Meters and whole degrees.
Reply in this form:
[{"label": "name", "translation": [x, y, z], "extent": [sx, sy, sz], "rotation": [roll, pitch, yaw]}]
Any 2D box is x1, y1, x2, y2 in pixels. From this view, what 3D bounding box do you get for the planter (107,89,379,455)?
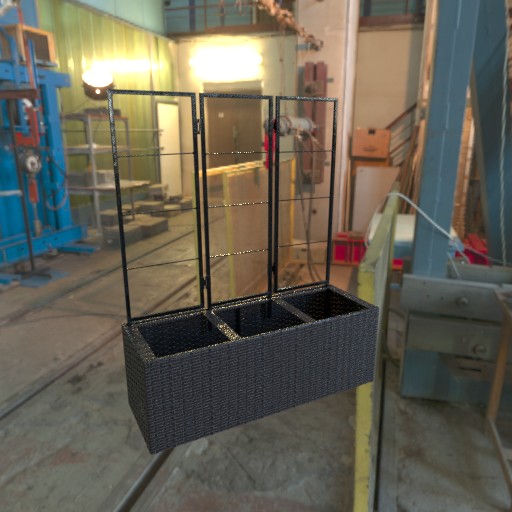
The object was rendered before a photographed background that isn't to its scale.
[{"label": "planter", "translation": [0.000, 0.000, 1.204], "extent": [0.699, 0.841, 0.244], "rotation": [-8, 18, -27]}]
